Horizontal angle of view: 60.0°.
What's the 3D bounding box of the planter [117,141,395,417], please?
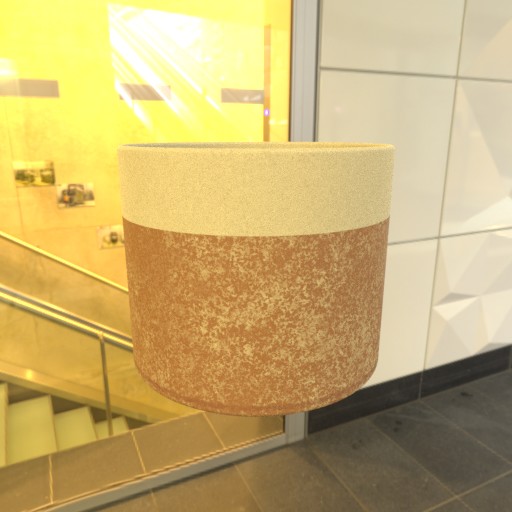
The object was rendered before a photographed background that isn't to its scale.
[{"bbox_3d":[0.000,0.000,0.281,0.159,0.138,0.159,0,16,0],"label":"planter"}]
